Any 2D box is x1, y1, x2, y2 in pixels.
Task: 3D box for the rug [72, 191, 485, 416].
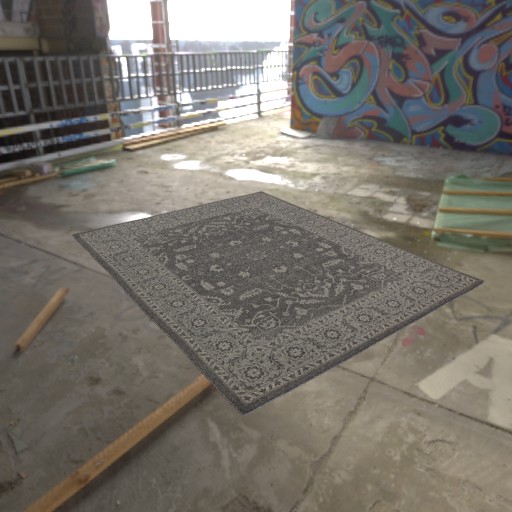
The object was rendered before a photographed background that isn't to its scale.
[{"bbox_3d":[0.000,0.000,4.106,2.451,0.026,3.069,-18,31,-32],"label":"rug"}]
